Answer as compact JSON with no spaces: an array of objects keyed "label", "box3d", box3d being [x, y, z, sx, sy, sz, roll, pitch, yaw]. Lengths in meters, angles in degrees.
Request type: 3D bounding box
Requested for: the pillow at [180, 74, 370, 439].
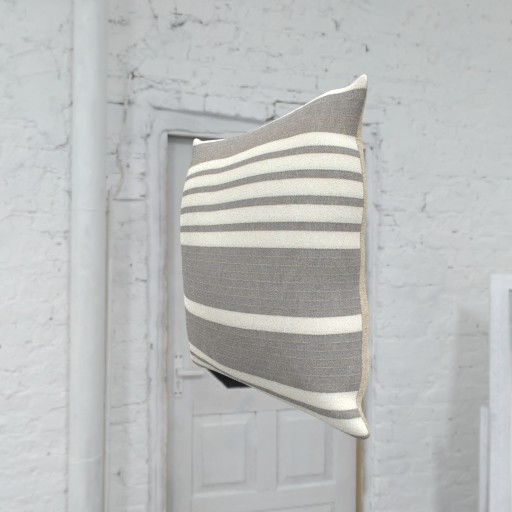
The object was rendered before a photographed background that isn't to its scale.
[{"label":"pillow","box3d":[0.000,0.000,0.689,0.182,0.440,0.439,-1,2,-35]}]
